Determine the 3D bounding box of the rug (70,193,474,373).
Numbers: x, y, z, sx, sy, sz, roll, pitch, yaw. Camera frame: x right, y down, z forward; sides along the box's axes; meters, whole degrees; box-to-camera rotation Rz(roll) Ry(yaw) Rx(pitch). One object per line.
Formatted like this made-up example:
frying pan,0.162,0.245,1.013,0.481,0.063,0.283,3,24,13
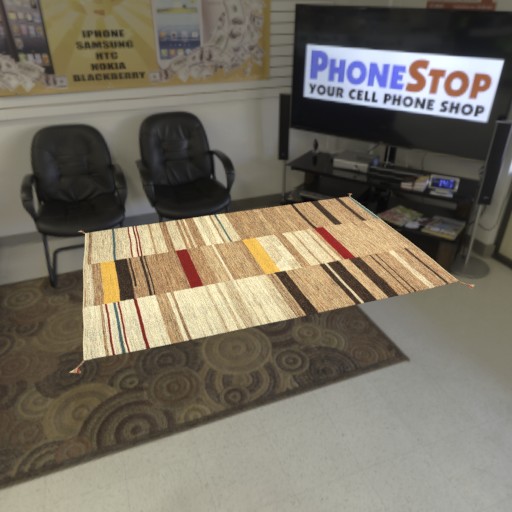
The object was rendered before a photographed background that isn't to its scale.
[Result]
rug,0.000,0.000,2.467,1.918,0.007,1.268,-10,32,-15
